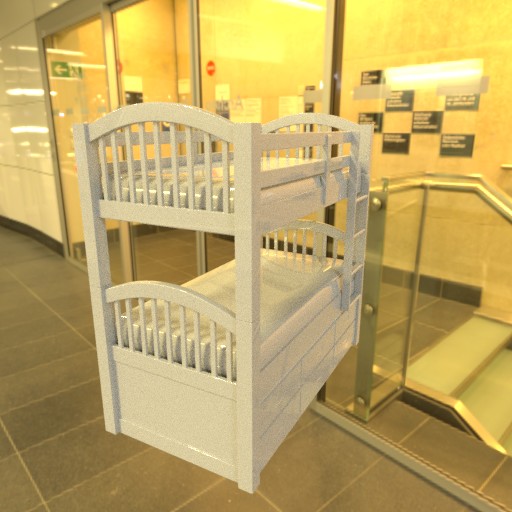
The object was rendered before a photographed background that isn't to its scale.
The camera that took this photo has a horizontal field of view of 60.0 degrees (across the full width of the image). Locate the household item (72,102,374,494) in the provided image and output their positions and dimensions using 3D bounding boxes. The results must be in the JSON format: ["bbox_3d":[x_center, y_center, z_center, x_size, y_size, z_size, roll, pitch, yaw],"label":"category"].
[{"bbox_3d":[0.000,0.000,3.224,1.143,2.032,2.032,9,18,27],"label":"household item"}]
